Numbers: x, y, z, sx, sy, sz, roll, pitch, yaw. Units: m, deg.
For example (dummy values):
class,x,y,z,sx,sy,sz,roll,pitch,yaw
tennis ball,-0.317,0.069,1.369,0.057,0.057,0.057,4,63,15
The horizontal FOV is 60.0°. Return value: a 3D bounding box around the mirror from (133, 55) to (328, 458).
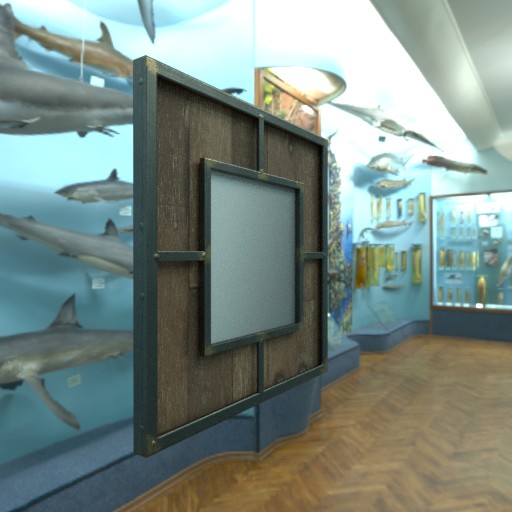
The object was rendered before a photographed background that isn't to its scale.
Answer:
class,x,y,z,sx,sy,sz,roll,pitch,yaw
mirror,0.000,0.000,0.578,0.020,0.381,0.382,0,0,36
